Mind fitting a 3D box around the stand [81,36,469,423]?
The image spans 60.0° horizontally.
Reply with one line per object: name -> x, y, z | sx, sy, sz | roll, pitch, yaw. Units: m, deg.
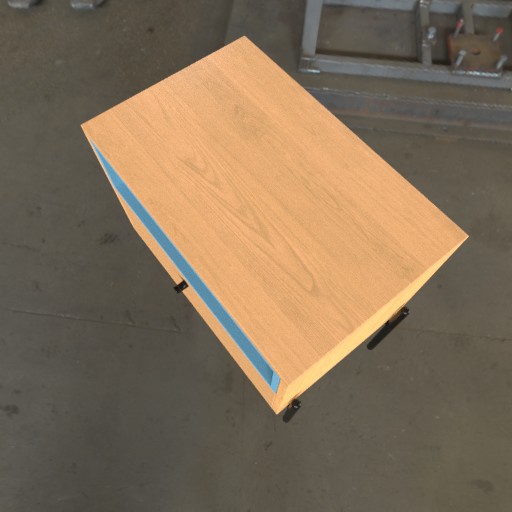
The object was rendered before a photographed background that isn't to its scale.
stand -> 0.000, 0.000, 1.018 | 0.400, 0.600, 0.630 | -36, 70, -15
